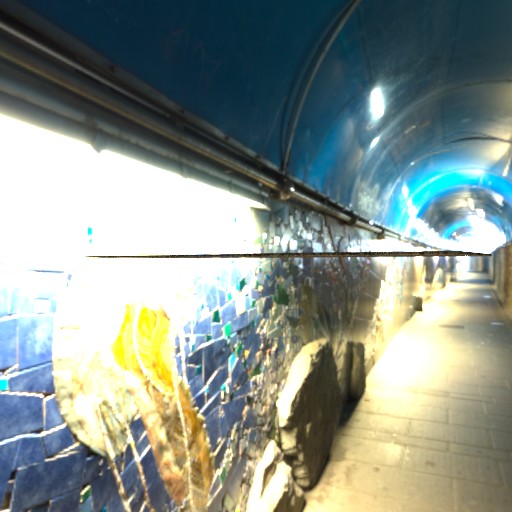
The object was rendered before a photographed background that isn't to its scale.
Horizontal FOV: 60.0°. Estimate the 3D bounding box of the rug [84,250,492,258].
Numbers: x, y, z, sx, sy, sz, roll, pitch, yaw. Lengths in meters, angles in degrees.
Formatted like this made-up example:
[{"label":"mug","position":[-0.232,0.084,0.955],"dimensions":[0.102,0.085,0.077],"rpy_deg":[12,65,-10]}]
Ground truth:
[{"label":"rug","position":[0.000,0.000,2.510],"dimensions":[2.292,0.015,0.688],"rpy_deg":[-1,-1,36]}]
